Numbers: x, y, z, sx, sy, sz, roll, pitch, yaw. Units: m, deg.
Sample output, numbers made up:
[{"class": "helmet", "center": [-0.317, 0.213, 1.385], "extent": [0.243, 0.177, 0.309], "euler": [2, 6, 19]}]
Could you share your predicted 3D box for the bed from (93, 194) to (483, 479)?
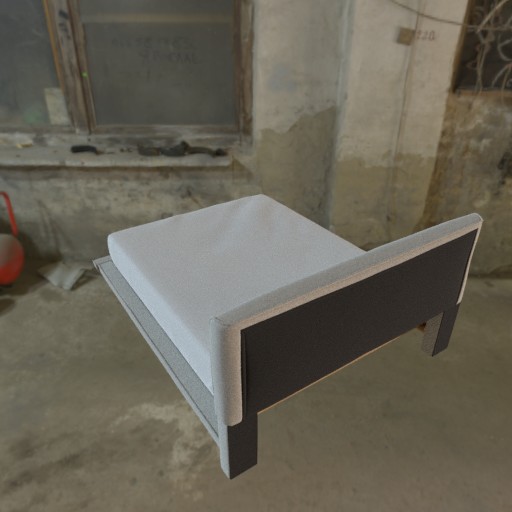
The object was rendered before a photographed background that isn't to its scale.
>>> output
[{"class": "bed", "center": [0.000, 0.000, 3.513], "extent": [1.980, 1.126, 2.498], "euler": [-19, 35, -29]}]
